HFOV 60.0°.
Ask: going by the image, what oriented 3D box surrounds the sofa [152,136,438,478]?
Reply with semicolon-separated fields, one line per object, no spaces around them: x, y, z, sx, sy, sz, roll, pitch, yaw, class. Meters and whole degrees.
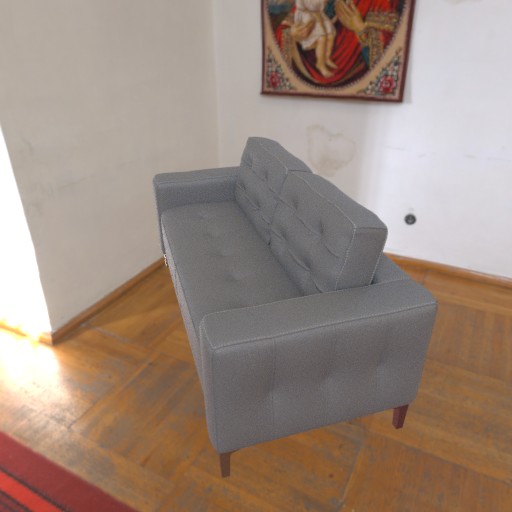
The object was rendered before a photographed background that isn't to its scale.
0.000;0.000;2.218;0.833;0.892;1.726;-9;30;-15;sofa
